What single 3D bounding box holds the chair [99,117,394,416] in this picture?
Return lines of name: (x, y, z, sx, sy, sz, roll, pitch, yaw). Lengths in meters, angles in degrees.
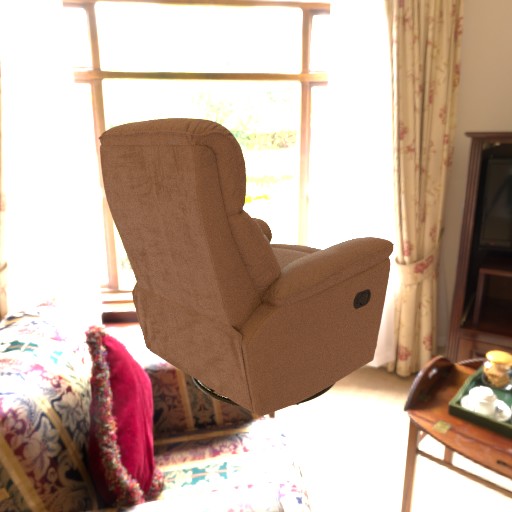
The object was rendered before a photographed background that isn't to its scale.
chair: (0.000, 0.000, 1.797, 1.004, 1.037, 0.820, -14, 20, -43)
